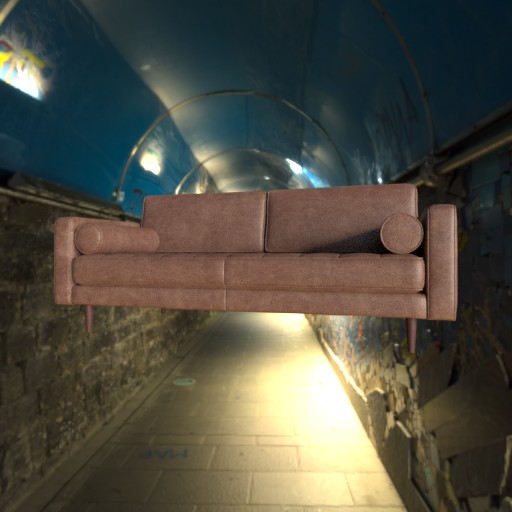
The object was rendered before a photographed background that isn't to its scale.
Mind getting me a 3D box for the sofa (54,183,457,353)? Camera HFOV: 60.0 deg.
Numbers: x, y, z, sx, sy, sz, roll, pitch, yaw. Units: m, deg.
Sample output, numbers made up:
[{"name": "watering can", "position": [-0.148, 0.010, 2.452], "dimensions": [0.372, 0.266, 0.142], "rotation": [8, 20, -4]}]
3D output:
[{"name": "sofa", "position": [0.000, 0.000, 2.332], "dimensions": [1.870, 0.760, 0.910], "rotation": [0, 0, 18]}]
